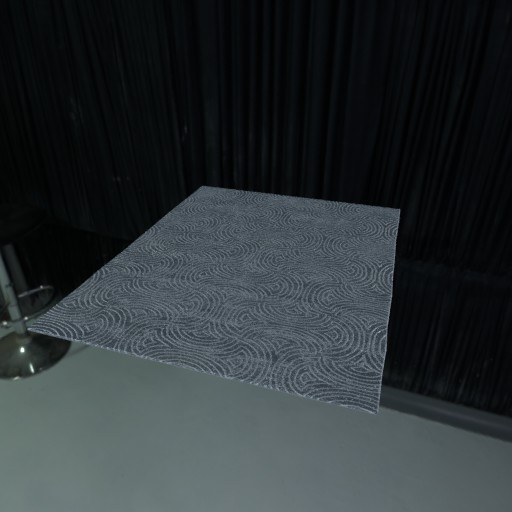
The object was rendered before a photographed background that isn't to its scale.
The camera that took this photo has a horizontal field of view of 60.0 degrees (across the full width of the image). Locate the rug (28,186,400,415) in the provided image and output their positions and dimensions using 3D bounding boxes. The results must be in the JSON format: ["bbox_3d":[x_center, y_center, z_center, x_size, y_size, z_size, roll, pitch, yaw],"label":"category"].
[{"bbox_3d":[0.000,0.000,4.091,2.456,0.021,3.042,9,31,16],"label":"rug"}]
